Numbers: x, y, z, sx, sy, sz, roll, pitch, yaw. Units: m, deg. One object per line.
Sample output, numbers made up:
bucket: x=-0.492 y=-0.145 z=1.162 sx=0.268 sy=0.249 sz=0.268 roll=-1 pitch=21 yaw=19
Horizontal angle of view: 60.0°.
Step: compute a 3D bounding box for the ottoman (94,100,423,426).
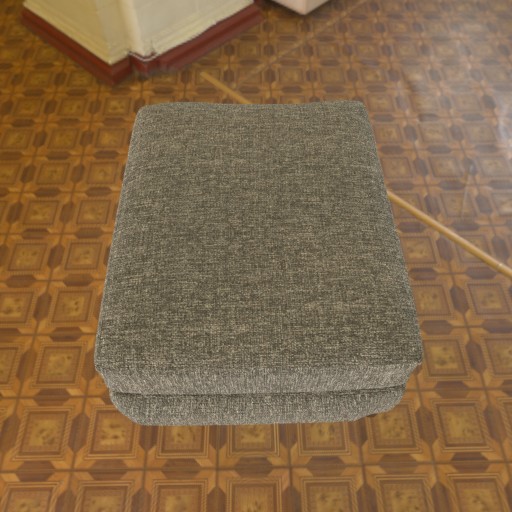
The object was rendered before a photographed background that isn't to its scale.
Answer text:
ottoman: x=0.000 y=0.000 z=1.182 sx=0.683 sy=0.480 sz=0.828 roll=-1 pitch=58 yaw=-1
